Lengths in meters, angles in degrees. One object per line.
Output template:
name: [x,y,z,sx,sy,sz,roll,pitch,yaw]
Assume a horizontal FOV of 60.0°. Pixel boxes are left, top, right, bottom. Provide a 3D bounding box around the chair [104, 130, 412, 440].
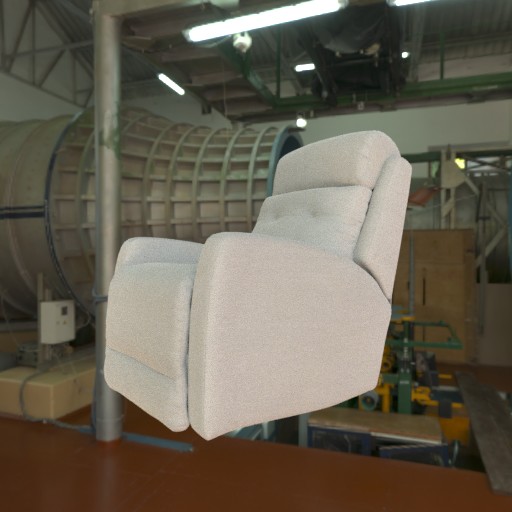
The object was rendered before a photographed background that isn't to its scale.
chair: [0.000,0.000,1.721,1.043,1.013,0.798,-1,1,-37]
